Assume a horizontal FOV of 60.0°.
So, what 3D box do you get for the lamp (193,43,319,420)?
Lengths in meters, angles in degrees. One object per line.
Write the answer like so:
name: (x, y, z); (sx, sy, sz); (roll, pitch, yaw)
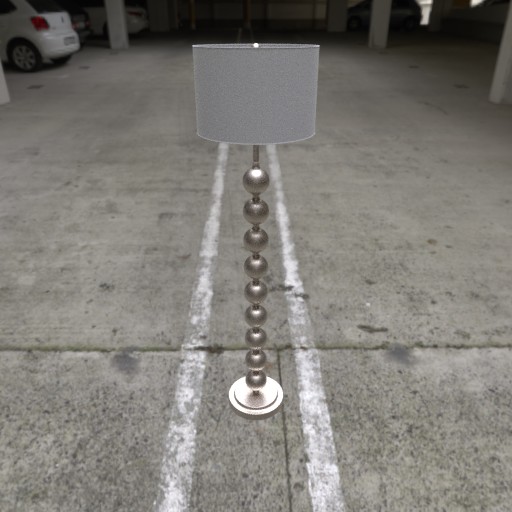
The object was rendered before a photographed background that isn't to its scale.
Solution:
lamp: (0.000, 0.000, 1.703); (0.394, 1.474, 0.394); (-1, 27, -1)
